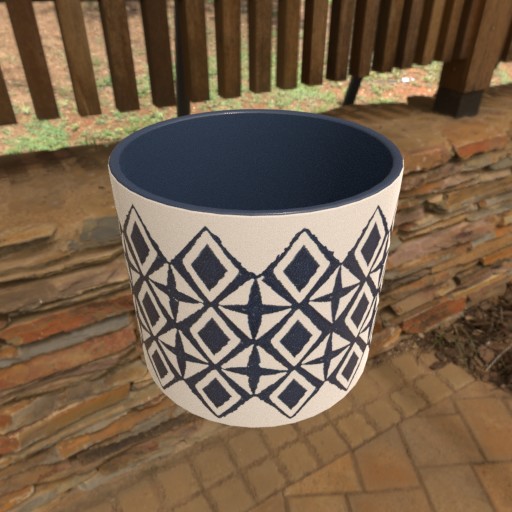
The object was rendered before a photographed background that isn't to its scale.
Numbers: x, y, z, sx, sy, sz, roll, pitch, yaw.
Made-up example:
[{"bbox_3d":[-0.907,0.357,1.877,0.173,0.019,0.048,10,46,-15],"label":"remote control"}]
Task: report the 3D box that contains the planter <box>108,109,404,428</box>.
[{"bbox_3d":[0.000,0.000,0.401,0.224,0.203,0.224,0,33,0],"label":"planter"}]
